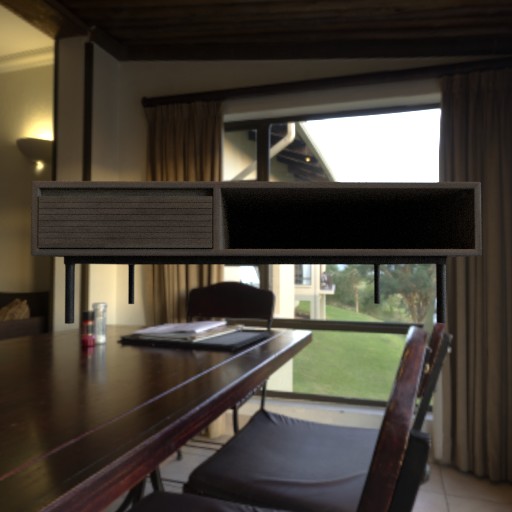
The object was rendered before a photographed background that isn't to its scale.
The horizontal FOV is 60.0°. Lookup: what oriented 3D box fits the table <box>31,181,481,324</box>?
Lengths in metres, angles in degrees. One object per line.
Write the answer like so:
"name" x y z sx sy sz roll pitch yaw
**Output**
"table" 0.000 0.000 1.387 1.088 0.347 0.643 0 -1 -1
